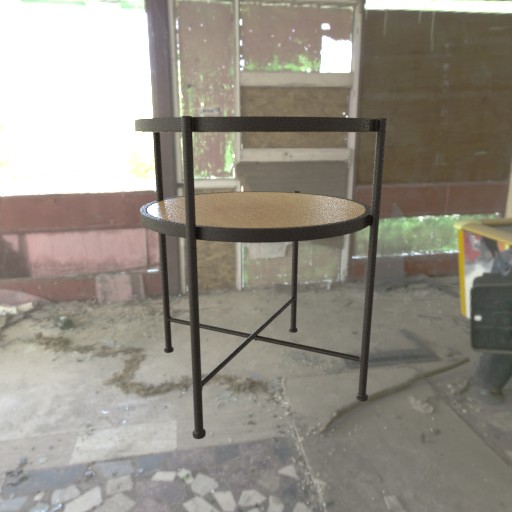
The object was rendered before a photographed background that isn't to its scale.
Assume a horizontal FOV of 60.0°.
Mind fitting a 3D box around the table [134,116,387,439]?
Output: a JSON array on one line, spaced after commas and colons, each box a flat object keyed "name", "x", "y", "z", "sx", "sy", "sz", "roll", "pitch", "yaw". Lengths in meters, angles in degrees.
[{"name": "table", "x": 0.000, "y": 0.000, "z": 1.166, "sx": 0.629, "sy": 0.684, "sz": 0.628, "roll": 7, "pitch": 17, "yaw": 24}]
